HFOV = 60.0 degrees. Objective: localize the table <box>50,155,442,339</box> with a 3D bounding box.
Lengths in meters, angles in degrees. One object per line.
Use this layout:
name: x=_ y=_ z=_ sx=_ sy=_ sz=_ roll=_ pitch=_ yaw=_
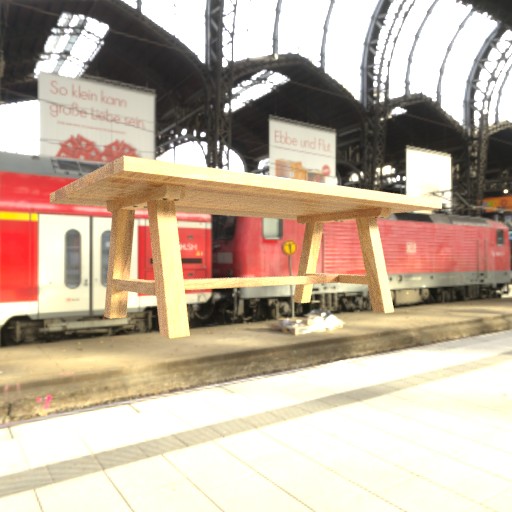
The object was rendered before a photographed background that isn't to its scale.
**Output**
table: x=0.000 y=0.000 z=1.713 sx=1.320 sy=0.455 sz=0.760 roll=0 pitch=0 yaw=-37
